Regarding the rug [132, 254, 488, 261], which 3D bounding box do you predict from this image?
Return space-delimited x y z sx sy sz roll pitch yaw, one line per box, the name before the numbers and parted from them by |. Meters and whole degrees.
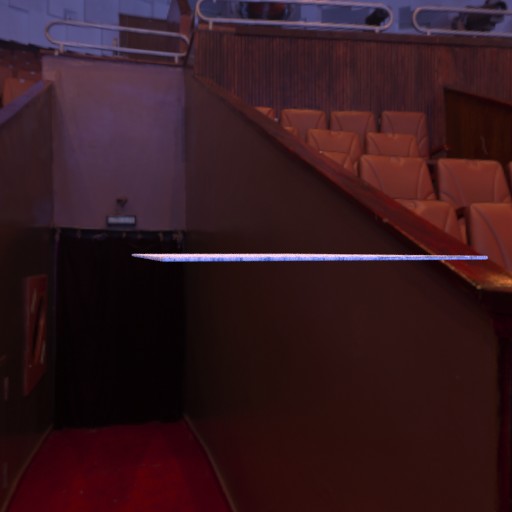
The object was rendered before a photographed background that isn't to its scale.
rug | 0.000 0.000 3.020 1.524 0.015 2.439 0 1 -18
